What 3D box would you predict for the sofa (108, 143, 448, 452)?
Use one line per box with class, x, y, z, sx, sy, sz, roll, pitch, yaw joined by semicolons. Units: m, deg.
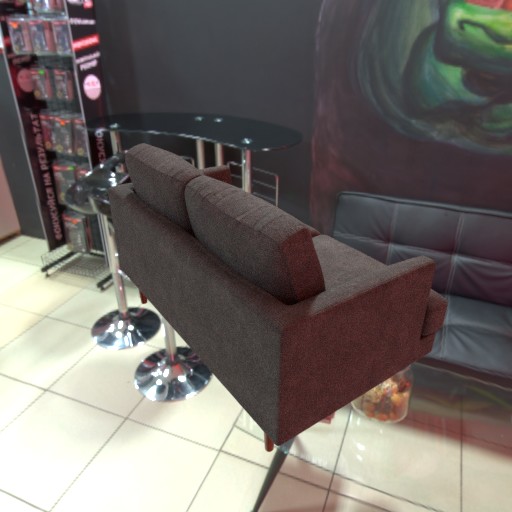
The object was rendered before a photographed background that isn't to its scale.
sofa;0.000;0.000;2.184;0.903;0.956;1.582;-18;33;-31
